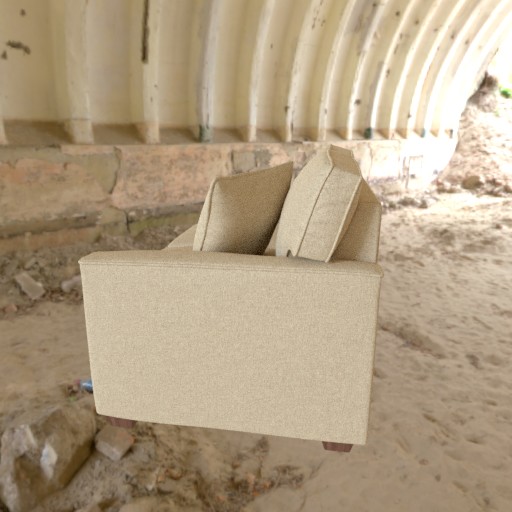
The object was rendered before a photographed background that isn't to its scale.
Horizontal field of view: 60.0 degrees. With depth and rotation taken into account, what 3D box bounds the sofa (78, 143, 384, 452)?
[{"bbox_3d":[0.000,0.000,2.056,0.991,0.989,1.388,3,16,9],"label":"sofa"}]
